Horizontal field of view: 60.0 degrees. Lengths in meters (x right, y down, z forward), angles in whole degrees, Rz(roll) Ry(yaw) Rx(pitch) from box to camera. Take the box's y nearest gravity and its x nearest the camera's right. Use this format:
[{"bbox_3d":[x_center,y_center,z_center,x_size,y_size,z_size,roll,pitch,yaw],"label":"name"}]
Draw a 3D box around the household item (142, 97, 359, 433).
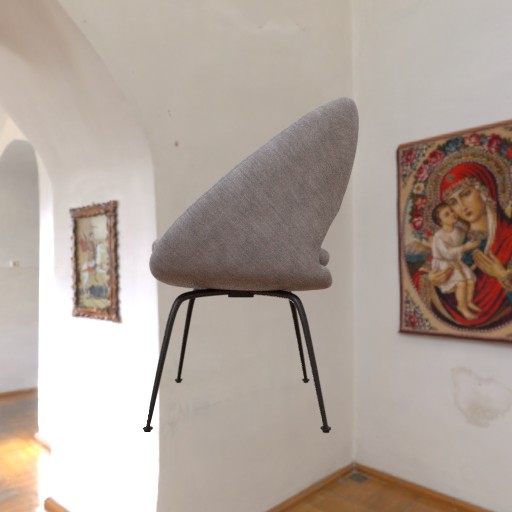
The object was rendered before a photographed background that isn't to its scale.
[{"bbox_3d":[0.000,0.000,1.320,0.587,0.869,0.643,0,0,0],"label":"household item"}]
